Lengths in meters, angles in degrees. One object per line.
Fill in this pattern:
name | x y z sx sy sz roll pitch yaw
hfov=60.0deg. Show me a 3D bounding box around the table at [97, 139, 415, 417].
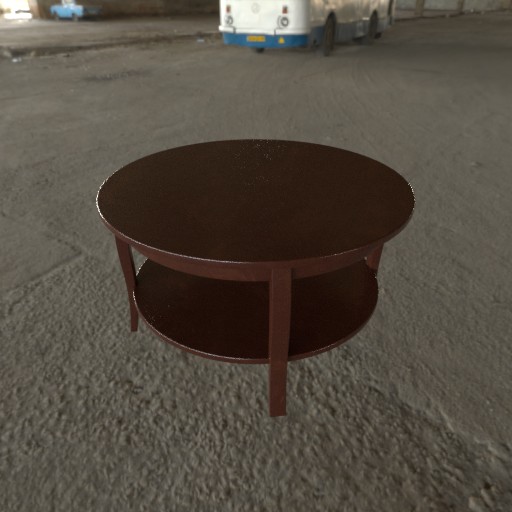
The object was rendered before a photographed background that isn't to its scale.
table | 0.000 0.000 1.453 0.911 0.512 0.911 0 31 0
